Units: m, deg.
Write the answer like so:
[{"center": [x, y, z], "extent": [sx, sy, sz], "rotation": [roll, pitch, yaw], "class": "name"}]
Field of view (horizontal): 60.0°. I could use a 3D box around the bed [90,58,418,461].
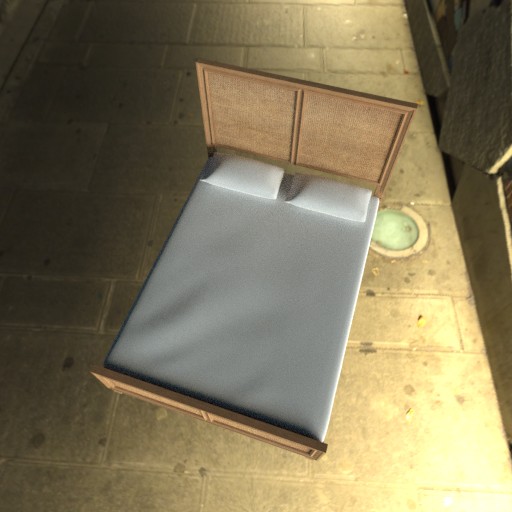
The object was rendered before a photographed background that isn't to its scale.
[{"center": [0.000, 0.000, 3.199], "extent": [1.606, 1.387, 2.184], "rotation": [16, 60, 9], "class": "bed"}]
